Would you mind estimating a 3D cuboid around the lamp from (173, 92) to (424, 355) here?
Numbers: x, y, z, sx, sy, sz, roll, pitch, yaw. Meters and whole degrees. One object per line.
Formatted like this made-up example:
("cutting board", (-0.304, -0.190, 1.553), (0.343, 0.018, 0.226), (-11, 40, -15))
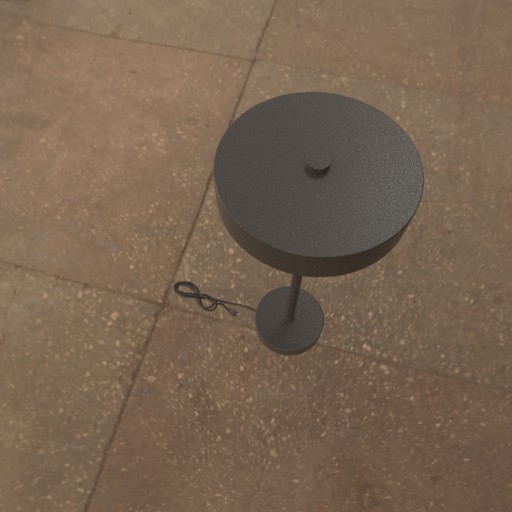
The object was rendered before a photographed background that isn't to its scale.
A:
("lamp", (0.000, 0.000, 0.708), (0.369, 0.508, 0.229), (15, 63, 8))
